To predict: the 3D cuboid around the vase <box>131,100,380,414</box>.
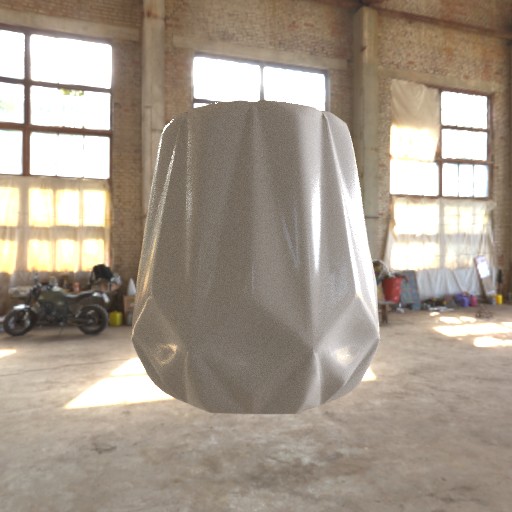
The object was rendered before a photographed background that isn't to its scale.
[{"bbox_3d":[0.000,0.000,0.262,0.141,0.152,0.141,0,0,0],"label":"vase"}]
